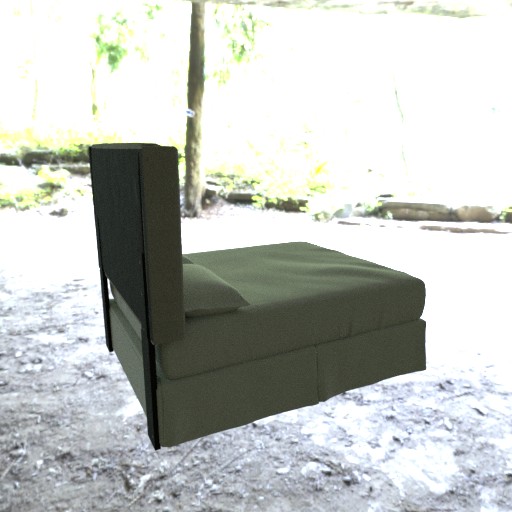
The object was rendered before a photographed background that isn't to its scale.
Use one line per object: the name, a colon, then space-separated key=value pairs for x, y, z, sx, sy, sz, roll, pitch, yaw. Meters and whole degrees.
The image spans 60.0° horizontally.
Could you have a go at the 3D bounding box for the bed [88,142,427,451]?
bed: x=0.000 y=0.000 z=3.378 sx=2.066 sy=1.665 sz=1.719 roll=-7 pitch=16 yaw=-27
